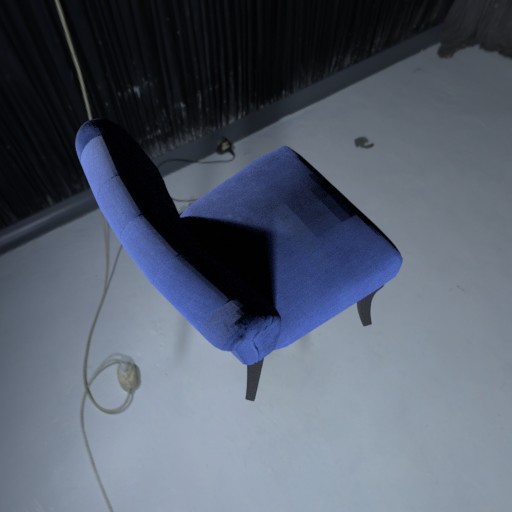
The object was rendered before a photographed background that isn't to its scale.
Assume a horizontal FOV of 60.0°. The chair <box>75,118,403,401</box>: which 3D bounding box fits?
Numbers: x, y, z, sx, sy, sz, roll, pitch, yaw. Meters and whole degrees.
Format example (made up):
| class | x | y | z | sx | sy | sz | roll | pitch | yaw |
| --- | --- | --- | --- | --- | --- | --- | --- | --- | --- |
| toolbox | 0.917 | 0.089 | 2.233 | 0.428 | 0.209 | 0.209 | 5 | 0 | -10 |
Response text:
| class | x | y | z | sx | sy | sz | roll | pitch | yaw |
| --- | --- | --- | --- | --- | --- | --- | --- | --- | --- |
| chair | 0.000 | 0.000 | 1.175 | 0.606 | 0.753 | 0.585 | -32 | 63 | -18 |
